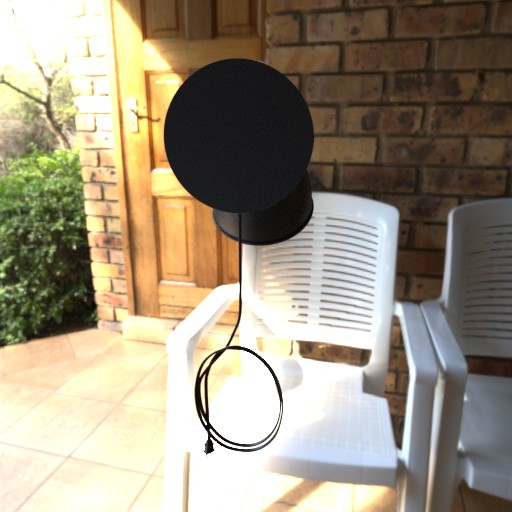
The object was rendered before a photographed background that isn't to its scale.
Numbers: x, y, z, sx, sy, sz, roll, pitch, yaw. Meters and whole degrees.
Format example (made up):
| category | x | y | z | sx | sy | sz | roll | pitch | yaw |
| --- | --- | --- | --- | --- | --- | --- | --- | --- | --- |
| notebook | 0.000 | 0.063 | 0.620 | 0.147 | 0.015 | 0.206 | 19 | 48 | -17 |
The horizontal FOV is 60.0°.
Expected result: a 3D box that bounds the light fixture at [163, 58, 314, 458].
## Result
| category | x | y | z | sx | sy | sz | roll | pitch | yaw |
| --- | --- | --- | --- | --- | --- | --- | --- | --- | --- |
| light fixture | 0.000 | 0.000 | 0.500 | 0.127 | 0.401 | 0.203 | 3 | 16 | 9 |
